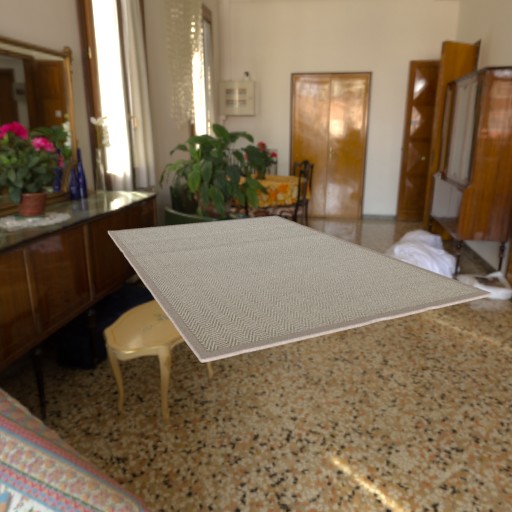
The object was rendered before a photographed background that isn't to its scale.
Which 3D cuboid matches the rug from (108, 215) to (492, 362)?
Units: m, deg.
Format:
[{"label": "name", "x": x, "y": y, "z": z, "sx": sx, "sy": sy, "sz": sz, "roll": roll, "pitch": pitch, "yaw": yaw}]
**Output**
[{"label": "rug", "x": 0.000, "y": 0.000, "z": 2.888, "sx": 1.540, "sy": 0.021, "sz": 2.290, "roll": -8, "pitch": 18, "yaw": -25}]
